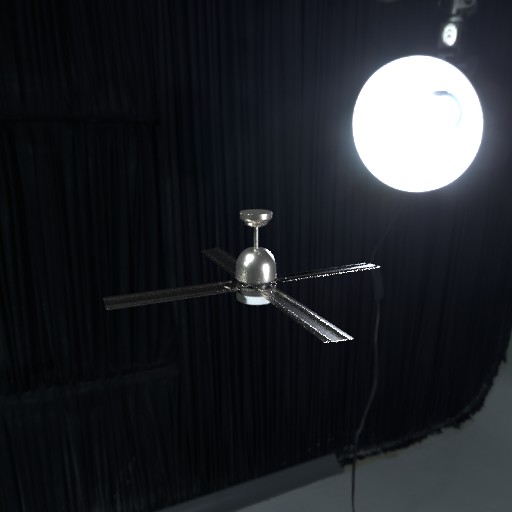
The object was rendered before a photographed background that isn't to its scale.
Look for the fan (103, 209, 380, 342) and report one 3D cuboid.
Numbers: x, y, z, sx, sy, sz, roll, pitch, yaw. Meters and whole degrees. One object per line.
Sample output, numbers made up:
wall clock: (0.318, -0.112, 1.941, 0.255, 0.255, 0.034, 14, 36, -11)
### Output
fan: (0.000, 0.000, 2.026, 1.346, 0.406, 1.346, -7, 17, -25)
